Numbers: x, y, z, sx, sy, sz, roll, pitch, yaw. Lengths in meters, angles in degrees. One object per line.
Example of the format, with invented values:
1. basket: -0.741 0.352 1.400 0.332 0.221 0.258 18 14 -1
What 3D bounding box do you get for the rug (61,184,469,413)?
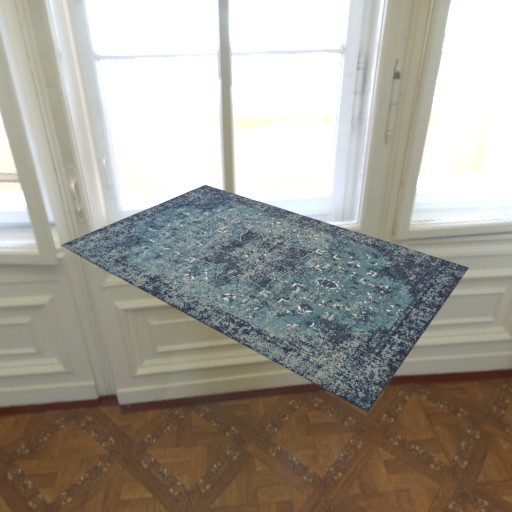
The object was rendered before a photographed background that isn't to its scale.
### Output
1. rug: 0.000 0.000 3.107 2.440 0.007 1.525 22 37 32
